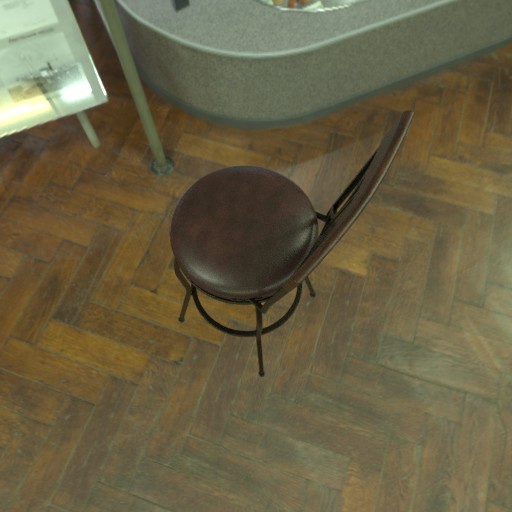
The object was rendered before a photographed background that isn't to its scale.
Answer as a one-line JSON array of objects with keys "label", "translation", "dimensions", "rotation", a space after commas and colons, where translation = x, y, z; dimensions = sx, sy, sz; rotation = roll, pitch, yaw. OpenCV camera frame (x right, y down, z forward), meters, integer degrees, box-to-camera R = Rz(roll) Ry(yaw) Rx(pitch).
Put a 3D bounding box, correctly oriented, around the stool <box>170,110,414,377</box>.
[{"label": "stool", "translation": [0.000, 0.000, 1.379], "dimensions": [0.513, 1.130, 0.448], "rotation": [31, 69, 14]}]
